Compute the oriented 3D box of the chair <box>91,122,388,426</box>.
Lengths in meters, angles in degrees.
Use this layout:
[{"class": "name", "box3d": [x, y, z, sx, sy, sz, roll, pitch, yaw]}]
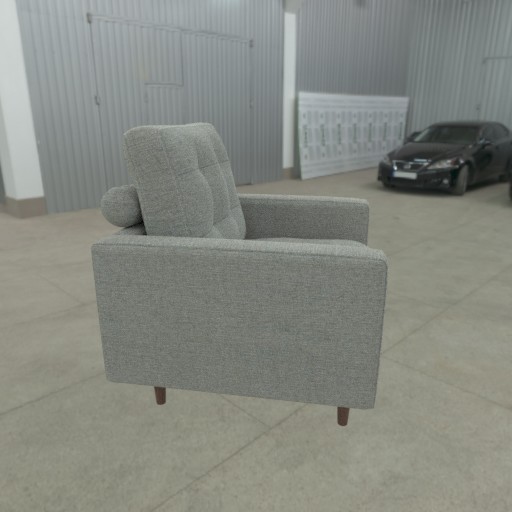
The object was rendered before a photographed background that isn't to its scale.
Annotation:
[{"class": "chair", "box3d": [0.000, 0.000, 1.543, 0.843, 0.880, 0.821, 3, 18, 10]}]
